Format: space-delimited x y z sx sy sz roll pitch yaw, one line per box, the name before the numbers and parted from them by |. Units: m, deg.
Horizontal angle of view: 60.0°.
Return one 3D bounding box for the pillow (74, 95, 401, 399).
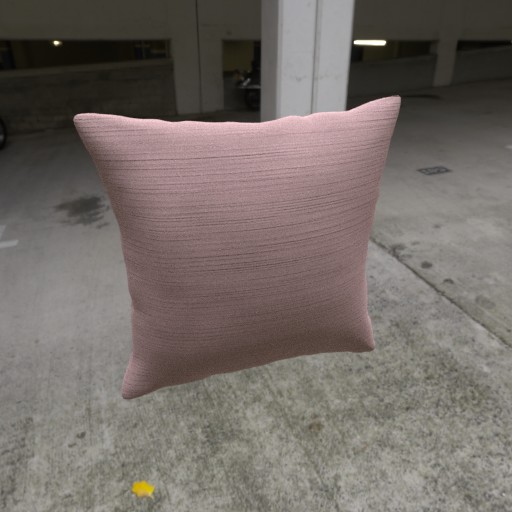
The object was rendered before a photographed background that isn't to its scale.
pillow | 0.000 0.000 0.704 0.470 0.464 0.175 -8 27 -16
